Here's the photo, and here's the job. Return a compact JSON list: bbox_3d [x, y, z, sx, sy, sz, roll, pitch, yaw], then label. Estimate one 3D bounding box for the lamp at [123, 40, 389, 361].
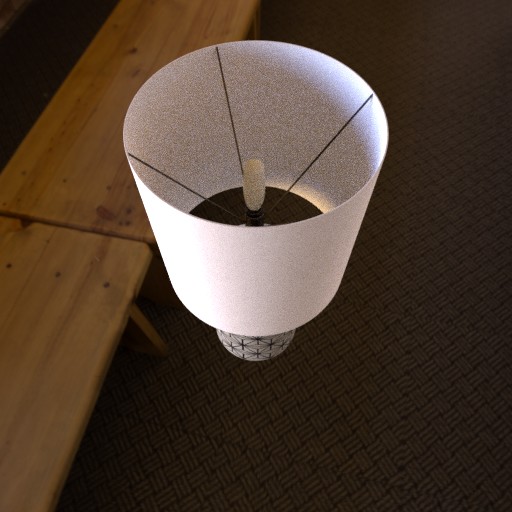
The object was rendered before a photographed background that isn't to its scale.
[{"bbox_3d":[0.000,0.000,0.527,0.206,0.416,0.206,-17,61,-10],"label":"lamp"}]
